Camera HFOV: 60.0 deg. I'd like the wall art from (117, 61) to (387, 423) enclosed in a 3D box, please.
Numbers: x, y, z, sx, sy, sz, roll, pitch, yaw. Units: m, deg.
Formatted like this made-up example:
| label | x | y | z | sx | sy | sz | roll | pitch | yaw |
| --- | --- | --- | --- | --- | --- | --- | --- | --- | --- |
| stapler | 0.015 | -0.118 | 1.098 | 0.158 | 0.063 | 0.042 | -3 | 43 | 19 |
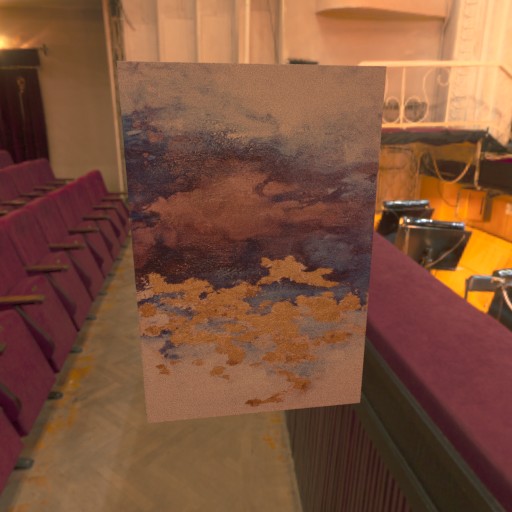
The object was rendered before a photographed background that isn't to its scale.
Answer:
| label | x | y | z | sx | sy | sz | roll | pitch | yaw |
| --- | --- | --- | --- | --- | --- | --- | --- | --- | --- |
| wall art | 0.000 | 0.000 | 1.096 | 0.583 | 0.874 | 0.048 | -3 | 17 | -8 |
